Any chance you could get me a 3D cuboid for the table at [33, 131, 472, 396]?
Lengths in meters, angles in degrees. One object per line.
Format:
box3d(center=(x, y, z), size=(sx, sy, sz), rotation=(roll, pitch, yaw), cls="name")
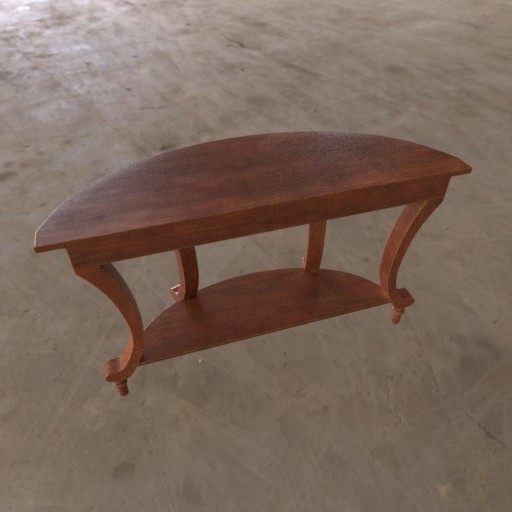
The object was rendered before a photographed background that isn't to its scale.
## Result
box3d(center=(0.000, 0.000, 1.525), size=(1.198, 0.699, 0.394), rotation=(-12, 43, -13), cls="table")
